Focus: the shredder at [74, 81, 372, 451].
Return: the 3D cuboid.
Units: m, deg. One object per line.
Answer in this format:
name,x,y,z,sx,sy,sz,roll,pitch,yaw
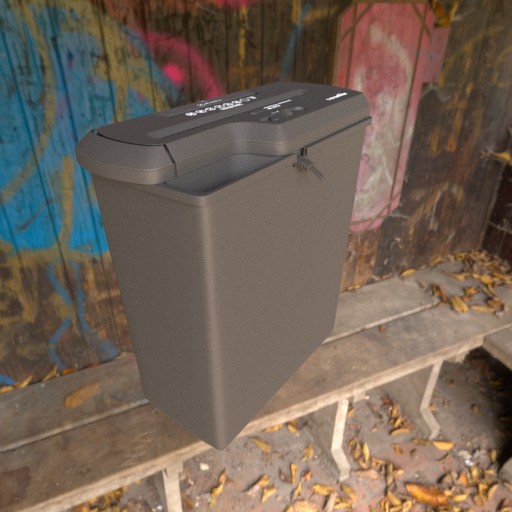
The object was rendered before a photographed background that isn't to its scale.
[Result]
shredder,0.000,0.000,0.505,0.170,0.335,0.320,21,37,31
